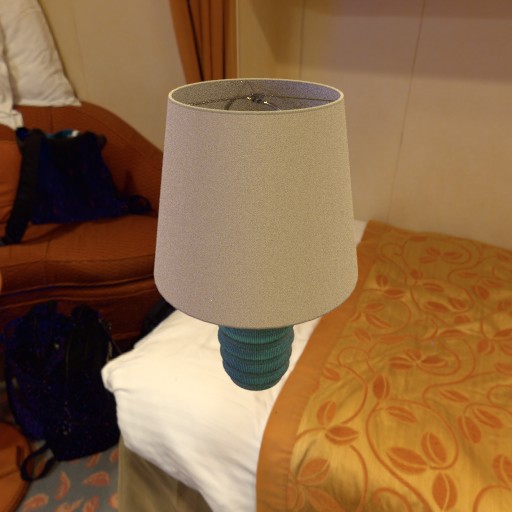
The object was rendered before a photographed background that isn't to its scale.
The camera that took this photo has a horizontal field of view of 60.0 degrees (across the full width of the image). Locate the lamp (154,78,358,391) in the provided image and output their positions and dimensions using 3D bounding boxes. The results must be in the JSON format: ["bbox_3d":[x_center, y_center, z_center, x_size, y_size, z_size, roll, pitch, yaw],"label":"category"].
[{"bbox_3d":[0.000,0.000,0.557,0.254,0.392,0.254,0,30,0],"label":"lamp"}]
